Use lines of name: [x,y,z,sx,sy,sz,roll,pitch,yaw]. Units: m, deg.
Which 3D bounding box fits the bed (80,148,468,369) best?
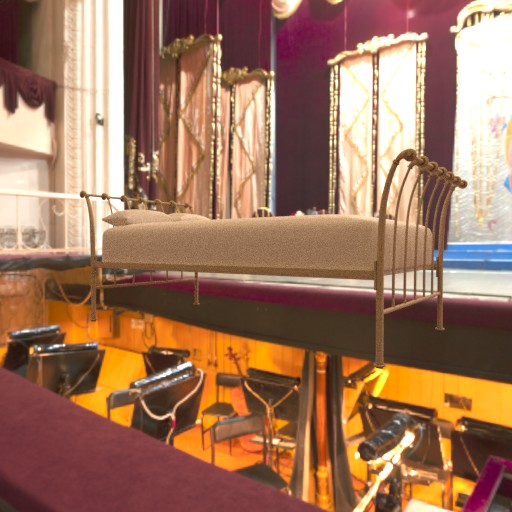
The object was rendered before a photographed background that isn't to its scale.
bed: [0.000,0.000,2.756,2.228,0.873,1.032,1,1,36]
